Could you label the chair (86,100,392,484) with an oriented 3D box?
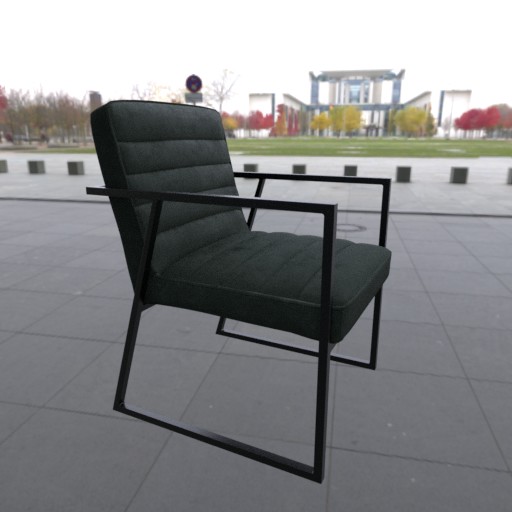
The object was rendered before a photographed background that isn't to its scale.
[{"bbox_3d":[0.000,0.000,1.247,0.677,0.833,0.571,8,17,26],"label":"chair"}]
